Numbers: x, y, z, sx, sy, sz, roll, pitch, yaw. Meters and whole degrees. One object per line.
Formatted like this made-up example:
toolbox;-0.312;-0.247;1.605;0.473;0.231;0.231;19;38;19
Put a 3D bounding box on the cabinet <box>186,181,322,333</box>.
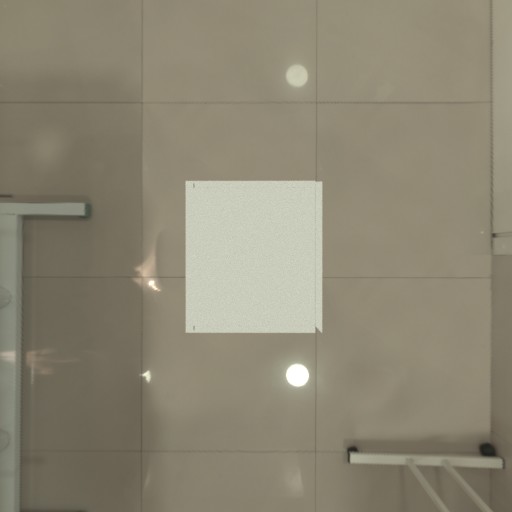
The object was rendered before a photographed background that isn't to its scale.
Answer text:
cabinet;0.000;0.000;1.575;0.270;1.400;0.300;0;90;0
